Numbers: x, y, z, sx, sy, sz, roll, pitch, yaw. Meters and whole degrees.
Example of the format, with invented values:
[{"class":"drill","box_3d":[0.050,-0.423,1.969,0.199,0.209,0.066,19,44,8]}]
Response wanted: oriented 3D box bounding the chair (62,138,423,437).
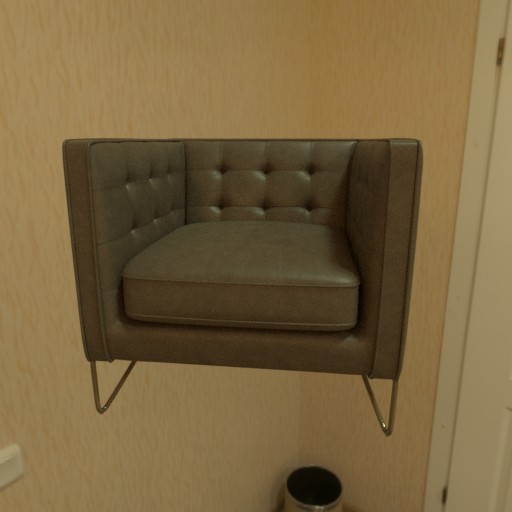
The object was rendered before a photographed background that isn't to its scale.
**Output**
[{"class":"chair","box_3d":[0.000,0.000,1.528,0.880,0.790,0.894,2,15,7]}]
